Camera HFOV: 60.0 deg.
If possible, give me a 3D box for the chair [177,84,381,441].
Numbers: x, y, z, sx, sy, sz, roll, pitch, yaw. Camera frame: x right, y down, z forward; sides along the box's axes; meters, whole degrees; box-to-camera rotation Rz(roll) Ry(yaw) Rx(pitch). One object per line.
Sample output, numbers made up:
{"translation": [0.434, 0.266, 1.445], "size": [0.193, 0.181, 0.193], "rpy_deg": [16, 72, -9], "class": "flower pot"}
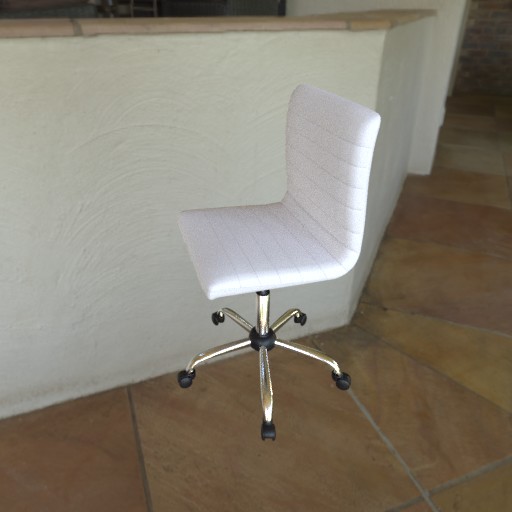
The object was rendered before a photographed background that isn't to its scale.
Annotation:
{"translation": [0.000, 0.000, 1.103], "size": [0.455, 0.750, 0.520], "rpy_deg": [-9, 31, -16], "class": "chair"}
